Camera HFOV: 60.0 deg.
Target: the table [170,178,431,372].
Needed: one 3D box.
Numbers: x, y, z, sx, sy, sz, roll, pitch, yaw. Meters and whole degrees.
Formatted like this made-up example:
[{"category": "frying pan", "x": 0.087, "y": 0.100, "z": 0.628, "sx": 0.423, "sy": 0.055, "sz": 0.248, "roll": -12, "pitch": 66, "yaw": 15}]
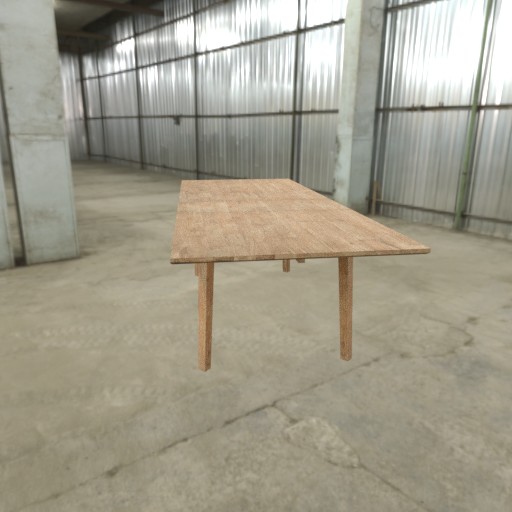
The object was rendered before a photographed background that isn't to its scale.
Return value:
[{"category": "table", "x": 0.000, "y": 0.000, "z": 2.998, "sx": 1.000, "sy": 0.752, "sz": 2.603, "roll": -2, "pitch": 16, "yaw": -8}]
